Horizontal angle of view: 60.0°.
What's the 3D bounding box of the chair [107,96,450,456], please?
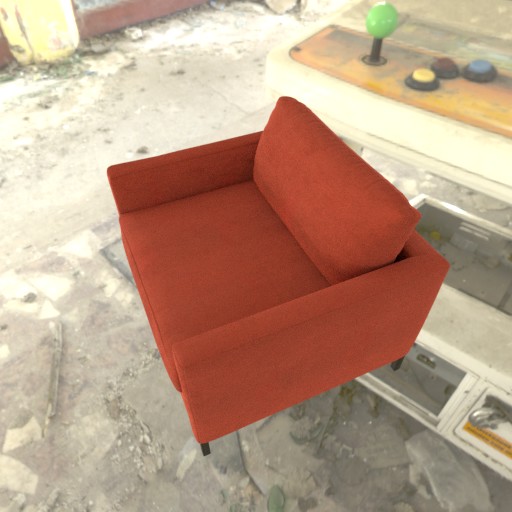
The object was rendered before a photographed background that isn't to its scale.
[{"bbox_3d":[0.000,0.000,1.643,0.875,0.812,0.964,-18,49,-17],"label":"chair"}]
